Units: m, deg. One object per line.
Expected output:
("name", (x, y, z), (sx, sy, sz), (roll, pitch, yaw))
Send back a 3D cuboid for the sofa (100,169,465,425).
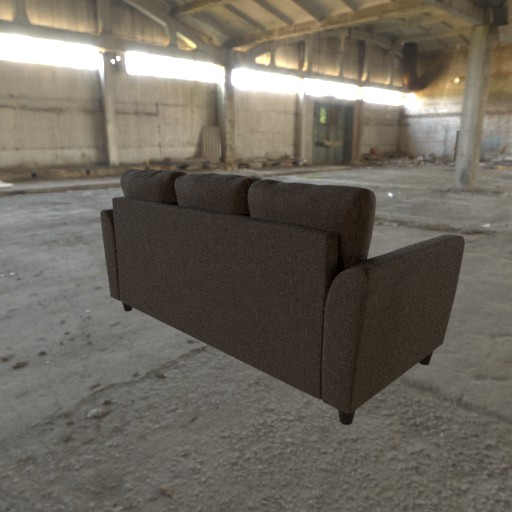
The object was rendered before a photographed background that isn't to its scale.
("sofa", (0.000, 0.000, 2.372), (1.847, 0.891, 0.837), (14, 20, 43))
